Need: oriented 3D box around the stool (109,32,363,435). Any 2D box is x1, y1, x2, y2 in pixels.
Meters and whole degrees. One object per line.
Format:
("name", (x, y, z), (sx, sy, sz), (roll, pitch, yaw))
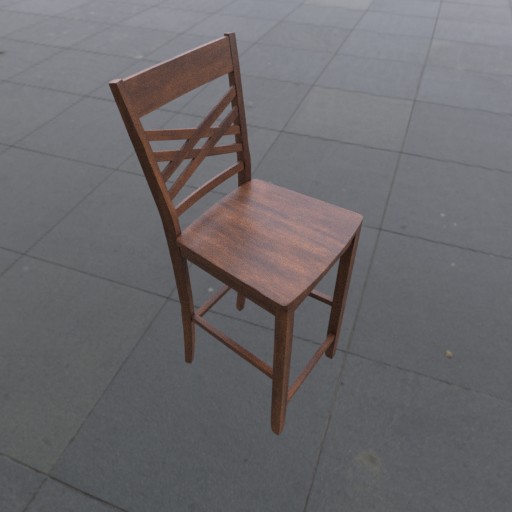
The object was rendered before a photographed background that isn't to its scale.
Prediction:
("stool", (0.000, 0.000, 1.354), (0.504, 1.098, 0.426), (26, 49, 25))
